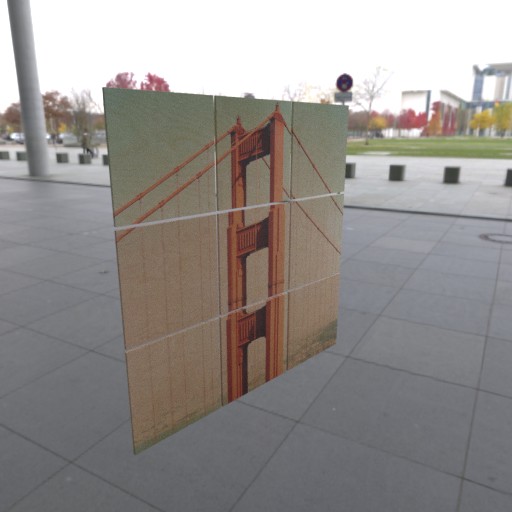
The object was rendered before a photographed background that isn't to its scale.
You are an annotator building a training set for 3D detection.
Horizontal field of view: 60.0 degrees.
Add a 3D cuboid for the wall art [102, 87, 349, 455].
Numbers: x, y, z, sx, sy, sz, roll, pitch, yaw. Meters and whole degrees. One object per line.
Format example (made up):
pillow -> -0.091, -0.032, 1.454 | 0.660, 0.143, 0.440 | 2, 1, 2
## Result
wall art -> 0.000, 0.000, 2.270 | 0.013, 1.523, 1.517 | 15, 21, 43
